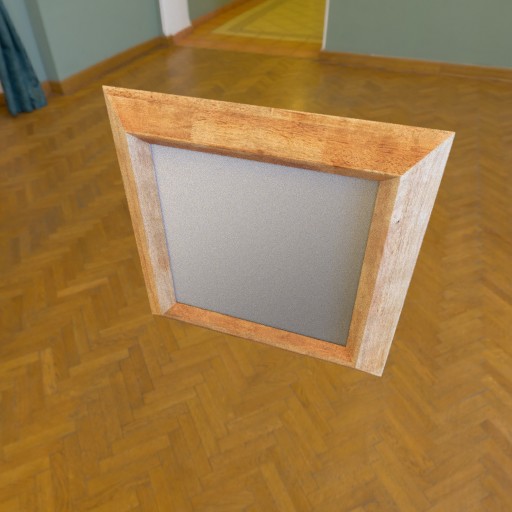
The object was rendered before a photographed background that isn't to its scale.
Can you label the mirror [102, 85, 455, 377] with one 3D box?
[{"bbox_3d":[0.000,0.000,0.973,0.651,0.651,0.047,13,41,15],"label":"mirror"}]
